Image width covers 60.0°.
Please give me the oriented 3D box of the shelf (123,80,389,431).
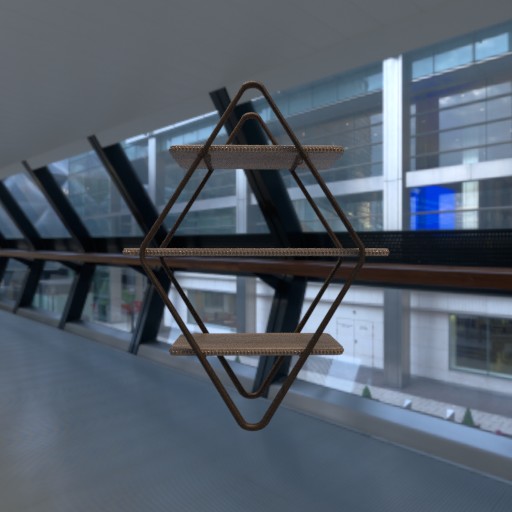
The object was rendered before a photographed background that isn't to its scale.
[{"bbox_3d":[0.000,0.000,1.088,0.609,0.774,0.234,0,0,-1],"label":"shelf"}]
